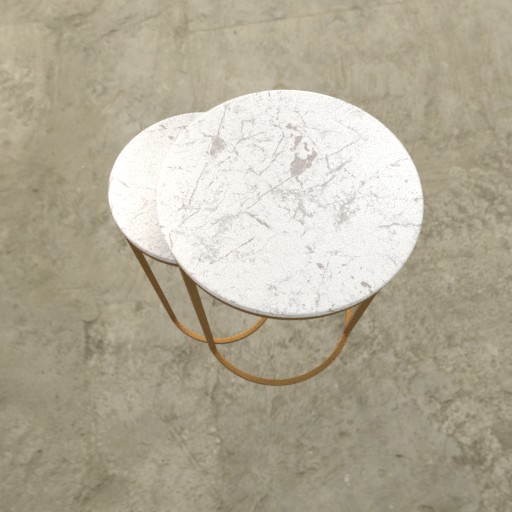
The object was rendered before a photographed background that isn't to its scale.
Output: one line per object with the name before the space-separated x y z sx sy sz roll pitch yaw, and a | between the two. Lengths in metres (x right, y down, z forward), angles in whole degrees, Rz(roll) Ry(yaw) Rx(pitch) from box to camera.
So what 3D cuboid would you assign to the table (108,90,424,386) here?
table | 0.000 0.000 0.924 0.507 0.550 0.400 18 66 9
